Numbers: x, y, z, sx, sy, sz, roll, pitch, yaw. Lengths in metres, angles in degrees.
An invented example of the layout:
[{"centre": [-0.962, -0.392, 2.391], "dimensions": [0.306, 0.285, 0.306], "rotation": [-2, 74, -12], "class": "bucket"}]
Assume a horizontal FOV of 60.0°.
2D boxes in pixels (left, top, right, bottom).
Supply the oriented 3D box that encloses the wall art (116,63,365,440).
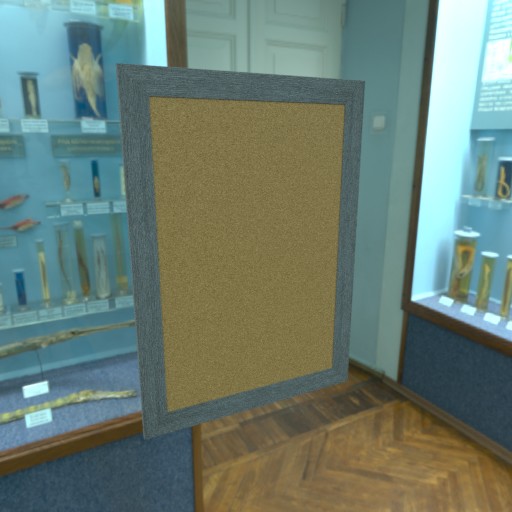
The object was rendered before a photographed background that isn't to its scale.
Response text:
[{"centre": [0.000, 0.000, 1.394], "dimensions": [0.768, 1.070, 0.020], "rotation": [-7, 16, -25], "class": "wall art"}]
